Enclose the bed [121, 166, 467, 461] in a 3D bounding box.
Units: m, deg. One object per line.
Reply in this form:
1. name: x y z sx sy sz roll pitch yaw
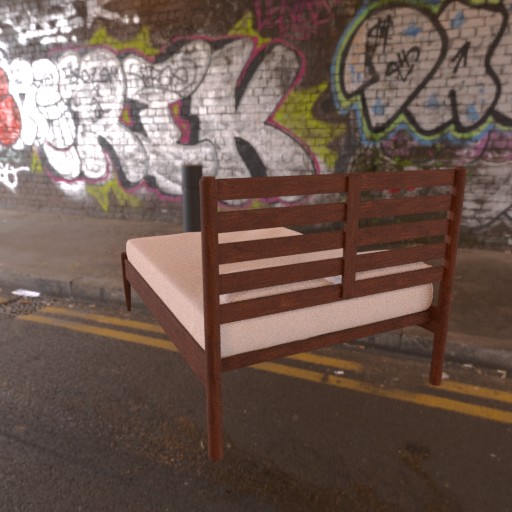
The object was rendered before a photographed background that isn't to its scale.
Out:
1. bed: 0.000 0.000 3.111 1.509 1.304 2.093 -7 17 -26
